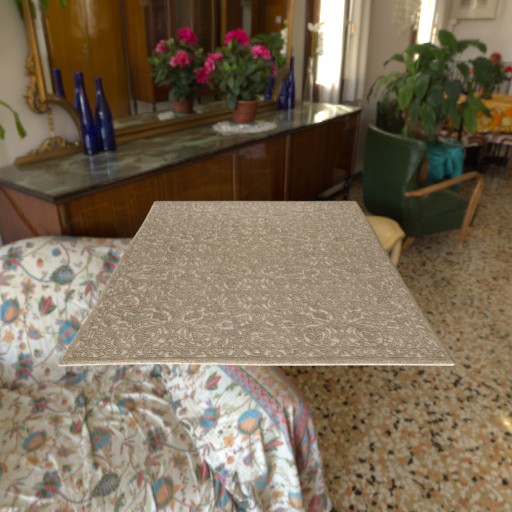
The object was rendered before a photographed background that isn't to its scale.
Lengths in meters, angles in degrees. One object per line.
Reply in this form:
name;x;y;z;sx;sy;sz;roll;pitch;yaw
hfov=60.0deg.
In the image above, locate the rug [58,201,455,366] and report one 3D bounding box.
rug;0.000;0.000;4.086;2.472;0.035;3.017;0;26;0
